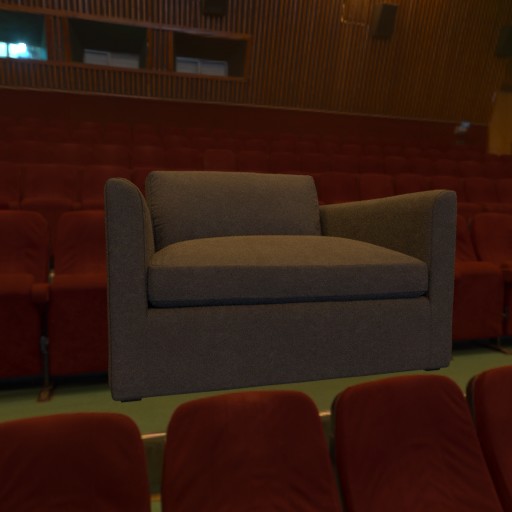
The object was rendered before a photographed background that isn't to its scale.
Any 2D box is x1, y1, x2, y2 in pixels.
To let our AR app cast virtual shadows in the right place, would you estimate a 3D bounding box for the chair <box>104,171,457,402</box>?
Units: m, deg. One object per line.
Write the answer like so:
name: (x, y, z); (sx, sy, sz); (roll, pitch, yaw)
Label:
chair: (0.000, 0.000, 1.909); (1.190, 0.845, 1.091); (-1, 3, -17)
